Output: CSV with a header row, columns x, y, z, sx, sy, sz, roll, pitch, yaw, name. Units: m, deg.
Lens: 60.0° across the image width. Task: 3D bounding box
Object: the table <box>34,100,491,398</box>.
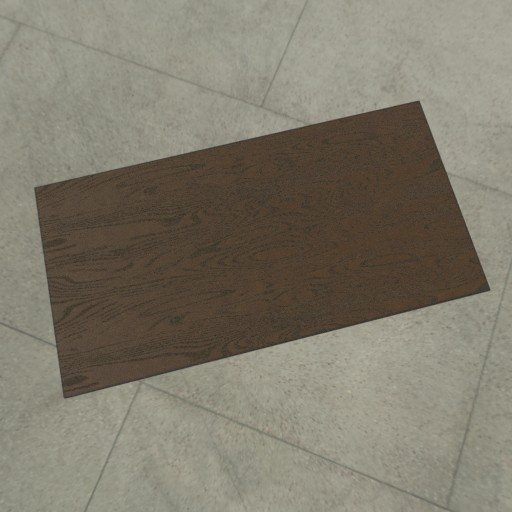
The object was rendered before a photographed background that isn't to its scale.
x,y,z,sx,sy,sz,roll,pitch,yaw,name
0.000,0.000,2.471,1.981,0.762,1.016,-14,77,-3,table
